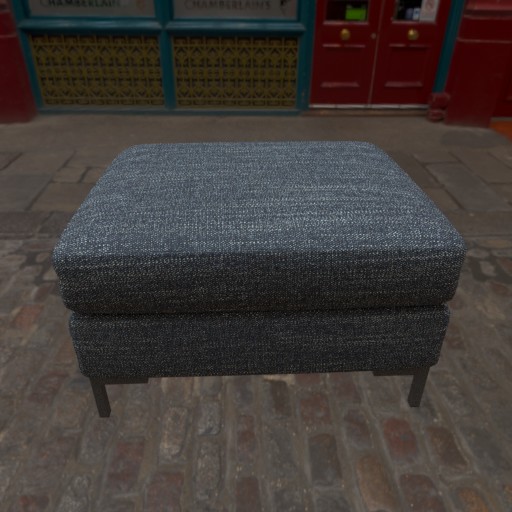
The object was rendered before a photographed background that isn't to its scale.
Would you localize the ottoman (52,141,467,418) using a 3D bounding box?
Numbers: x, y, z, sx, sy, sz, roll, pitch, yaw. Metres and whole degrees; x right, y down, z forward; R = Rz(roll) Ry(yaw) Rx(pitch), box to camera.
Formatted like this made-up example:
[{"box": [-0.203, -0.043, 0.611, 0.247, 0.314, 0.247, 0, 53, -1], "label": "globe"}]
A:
[{"box": [0.000, 0.000, 1.195, 0.814, 0.491, 0.667, -1, 31, -2], "label": "ottoman"}]
